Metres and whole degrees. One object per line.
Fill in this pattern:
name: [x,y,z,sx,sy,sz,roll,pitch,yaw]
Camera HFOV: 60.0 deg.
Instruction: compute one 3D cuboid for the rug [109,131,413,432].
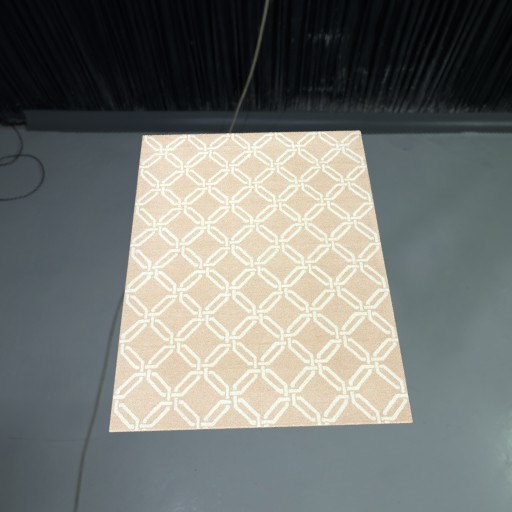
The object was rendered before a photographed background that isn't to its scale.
rug: [0.000,0.000,3.992,2.288,0.018,2.895,-1,63,-1]
